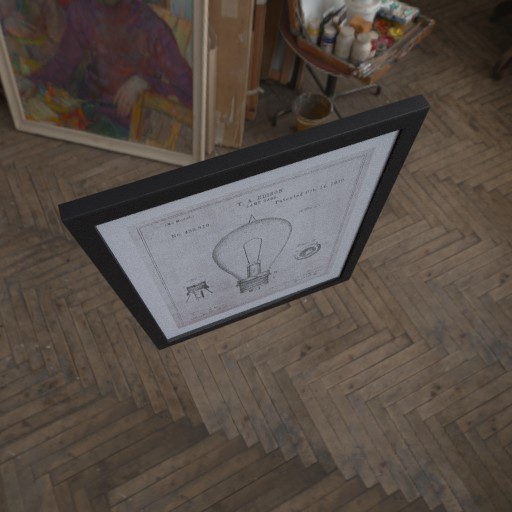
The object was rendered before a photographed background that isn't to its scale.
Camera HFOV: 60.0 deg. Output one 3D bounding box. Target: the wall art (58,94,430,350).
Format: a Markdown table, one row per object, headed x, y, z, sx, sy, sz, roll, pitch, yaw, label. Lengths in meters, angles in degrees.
| x | y | z | sx | sy | sz | roll | pitch | yaw | label |
| --- | --- | --- | --- | --- | --- | --- | --- | --- | --- |
| 0.000 | 0.000 | 0.714 | 0.430 | 0.509 | 0.021 | -19 | 65 | -9 | wall art |
